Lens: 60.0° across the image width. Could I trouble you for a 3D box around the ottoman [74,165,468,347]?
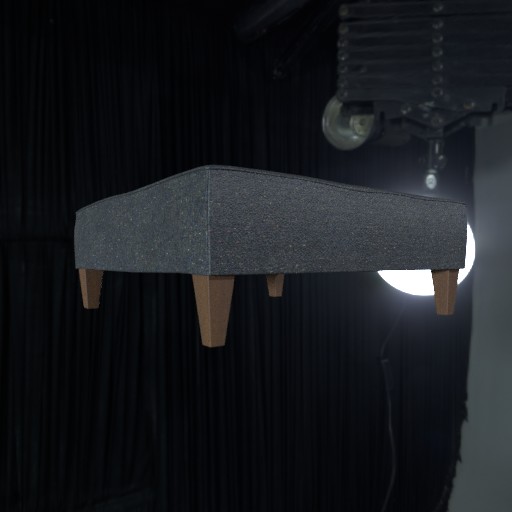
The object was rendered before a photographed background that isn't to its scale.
[{"bbox_3d":[0.000,0.000,1.544,0.968,0.382,1.004,0,0,-36],"label":"ottoman"}]
